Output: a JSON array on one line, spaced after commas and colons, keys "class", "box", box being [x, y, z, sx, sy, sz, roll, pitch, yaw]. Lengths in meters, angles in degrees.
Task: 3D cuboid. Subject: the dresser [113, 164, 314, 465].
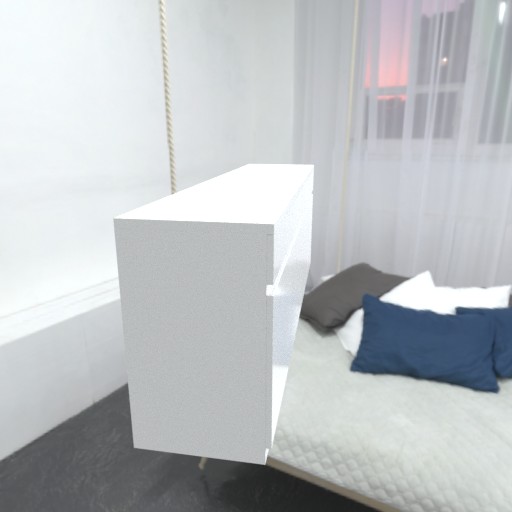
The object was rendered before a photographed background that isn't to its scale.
[{"class": "dresser", "box": [0.000, 0.000, 2.478, 0.500, 0.840, 2.200, 3, 16, 10]}]
